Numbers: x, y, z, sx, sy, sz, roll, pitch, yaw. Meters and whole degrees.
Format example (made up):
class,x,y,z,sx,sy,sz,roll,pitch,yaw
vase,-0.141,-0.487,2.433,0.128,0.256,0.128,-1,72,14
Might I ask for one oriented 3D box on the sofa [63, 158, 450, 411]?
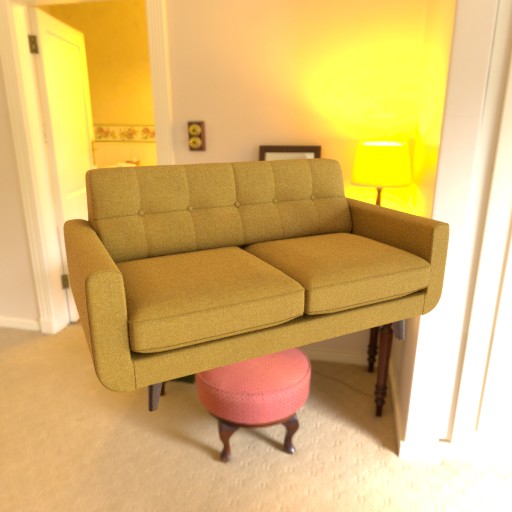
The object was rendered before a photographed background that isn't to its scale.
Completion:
class,x,y,z,sx,sy,sz,roll,pitch,yaw
sofa,0.000,0.000,2.135,1.631,0.841,0.909,-8,19,-26
